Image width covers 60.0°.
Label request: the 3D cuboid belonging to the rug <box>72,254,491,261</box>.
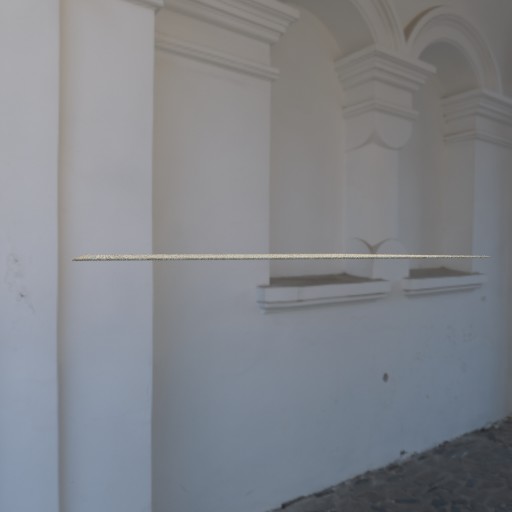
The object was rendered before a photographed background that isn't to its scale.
[{"bbox_3d":[0.000,0.000,4.123,3.034,0.012,2.471,0,1,-19],"label":"rug"}]
